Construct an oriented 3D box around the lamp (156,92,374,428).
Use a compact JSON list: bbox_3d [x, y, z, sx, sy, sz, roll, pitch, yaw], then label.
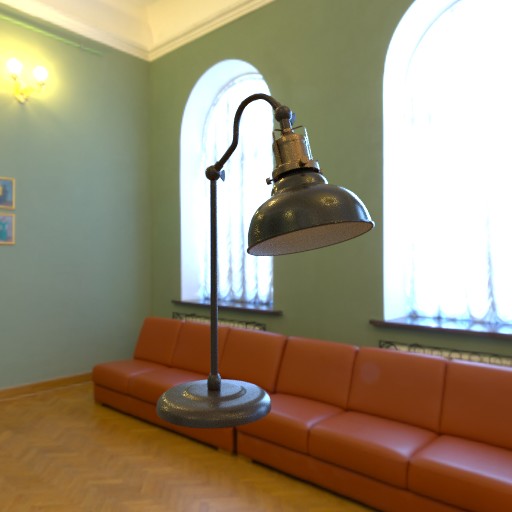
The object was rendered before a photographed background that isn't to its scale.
[{"bbox_3d":[0.000,0.000,0.691,0.374,0.508,0.192,0,-1,40],"label":"lamp"}]
